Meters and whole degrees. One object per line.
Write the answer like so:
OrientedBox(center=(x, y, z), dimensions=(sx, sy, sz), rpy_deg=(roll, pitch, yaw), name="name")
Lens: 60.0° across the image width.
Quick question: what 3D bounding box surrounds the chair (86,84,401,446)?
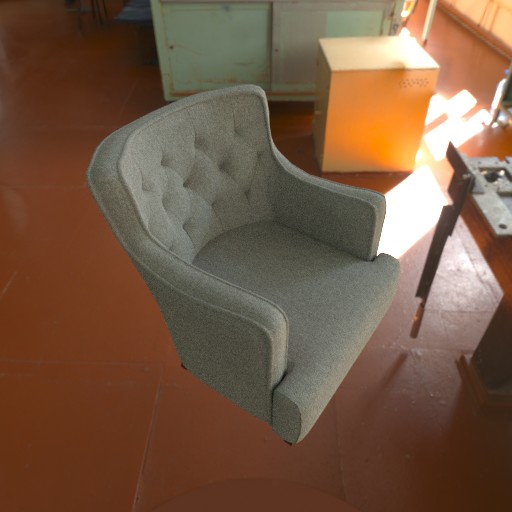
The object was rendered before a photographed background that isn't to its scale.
OrientedBox(center=(0.000, 0.000, 1.605), dimensions=(0.910, 0.920, 0.820), rpy_deg=(25, 48, 26), name="chair")
